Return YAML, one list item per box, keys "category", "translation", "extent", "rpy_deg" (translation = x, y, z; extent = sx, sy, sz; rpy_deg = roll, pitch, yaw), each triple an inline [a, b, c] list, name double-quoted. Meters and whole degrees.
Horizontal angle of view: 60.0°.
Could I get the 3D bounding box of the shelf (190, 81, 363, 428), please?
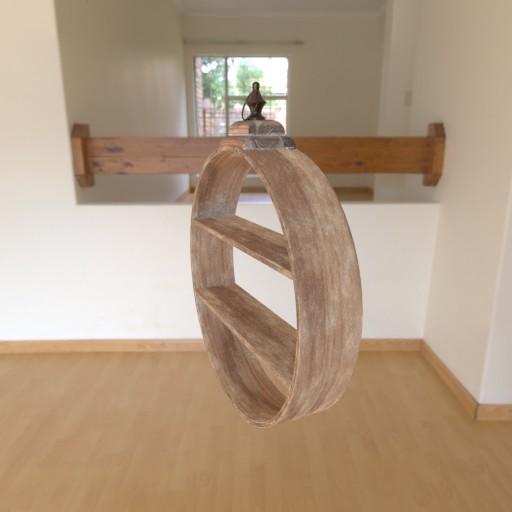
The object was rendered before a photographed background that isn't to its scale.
- category: "shelf"
  translation: [0.000, 0.000, 0.985]
  extent: [0.125, 0.725, 0.601]
  rpy_deg: [-7, 17, -24]
